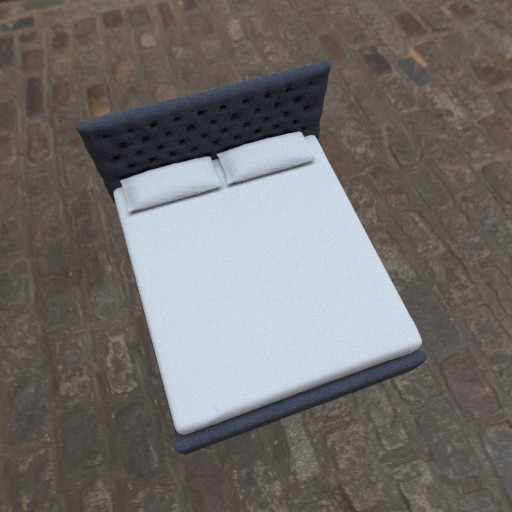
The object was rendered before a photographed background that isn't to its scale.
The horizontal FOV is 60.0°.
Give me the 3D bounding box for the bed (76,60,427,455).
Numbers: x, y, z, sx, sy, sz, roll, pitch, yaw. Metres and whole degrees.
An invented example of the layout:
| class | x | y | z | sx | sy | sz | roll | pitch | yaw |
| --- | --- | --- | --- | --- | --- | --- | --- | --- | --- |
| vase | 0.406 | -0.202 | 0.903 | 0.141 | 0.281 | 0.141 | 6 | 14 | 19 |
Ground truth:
| class | x | y | z | sx | sy | sz | roll | pitch | yaw |
| --- | --- | --- | --- | --- | --- | --- | --- | --- | --- |
| bed | 0.000 | 0.000 | 3.603 | 2.078 | 1.427 | 2.387 | -17 | 65 | -8 |
